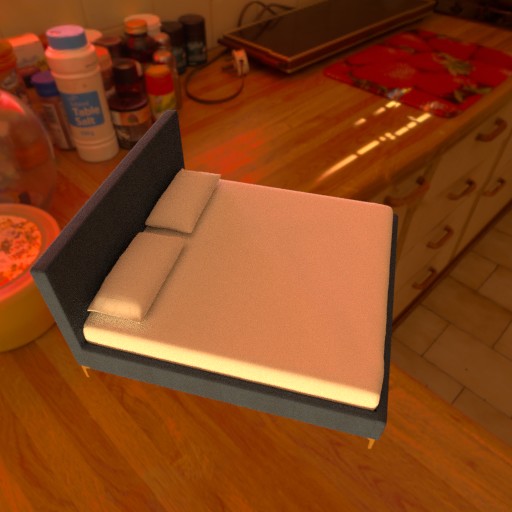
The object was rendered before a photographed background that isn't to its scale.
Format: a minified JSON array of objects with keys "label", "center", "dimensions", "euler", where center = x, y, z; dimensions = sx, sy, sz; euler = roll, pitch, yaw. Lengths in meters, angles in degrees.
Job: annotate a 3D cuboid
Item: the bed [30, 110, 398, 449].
[{"label":"bed","center":[0.000,0.000,3.530],"dimensions":[2.232,1.231,2.096],"euler":[11,46,10]}]
